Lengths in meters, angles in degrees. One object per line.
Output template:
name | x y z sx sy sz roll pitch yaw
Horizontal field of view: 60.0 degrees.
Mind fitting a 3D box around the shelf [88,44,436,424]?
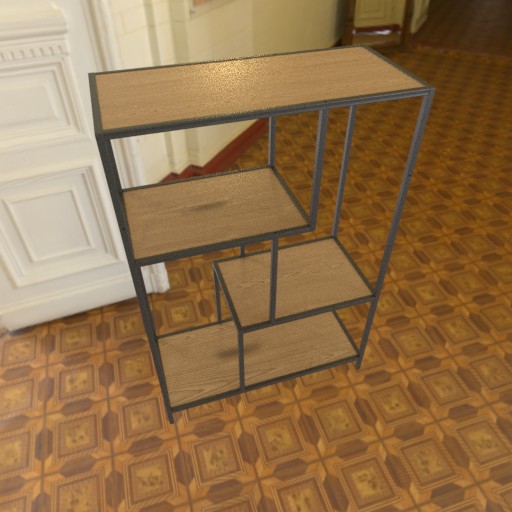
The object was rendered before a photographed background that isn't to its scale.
shelf | 0.000 0.000 1.449 0.770 1.138 0.350 -12 43 -13
